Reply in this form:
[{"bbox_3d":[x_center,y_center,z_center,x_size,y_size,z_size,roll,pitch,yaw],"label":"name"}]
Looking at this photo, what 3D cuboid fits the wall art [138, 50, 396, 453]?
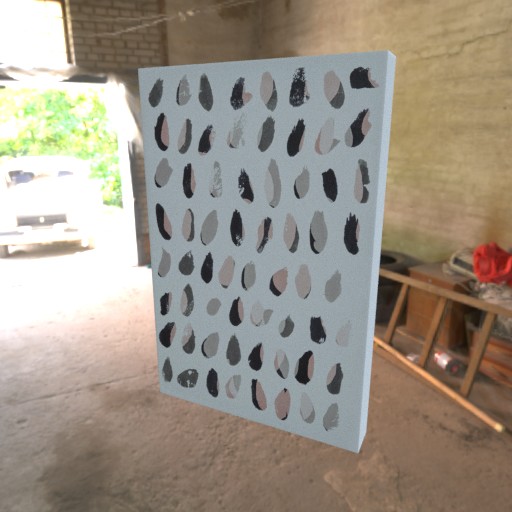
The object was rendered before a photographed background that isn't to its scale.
[{"bbox_3d":[0.000,0.000,0.474,0.252,0.381,0.039,8,18,25],"label":"wall art"}]
